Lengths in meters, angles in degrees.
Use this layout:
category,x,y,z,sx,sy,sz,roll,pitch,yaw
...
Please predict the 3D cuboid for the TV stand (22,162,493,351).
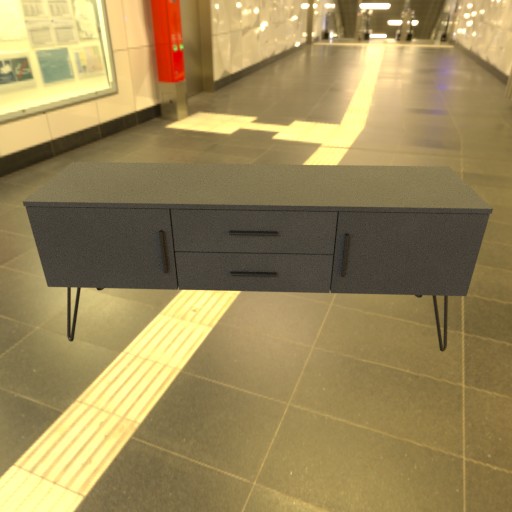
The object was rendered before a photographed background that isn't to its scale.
category,x,y,z,sx,sy,sz,roll,pitch,yaw
TV stand,0.000,0.000,1.617,1.400,0.560,0.400,1,30,2
